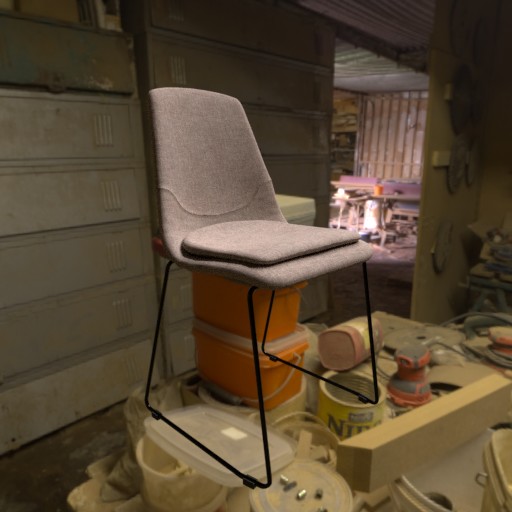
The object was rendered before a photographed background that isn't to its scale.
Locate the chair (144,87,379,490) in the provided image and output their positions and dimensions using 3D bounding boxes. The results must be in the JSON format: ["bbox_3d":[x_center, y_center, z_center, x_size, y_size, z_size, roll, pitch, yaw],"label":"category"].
[{"bbox_3d":[0.000,0.000,1.146,0.518,0.858,0.479,13,19,43],"label":"chair"}]
